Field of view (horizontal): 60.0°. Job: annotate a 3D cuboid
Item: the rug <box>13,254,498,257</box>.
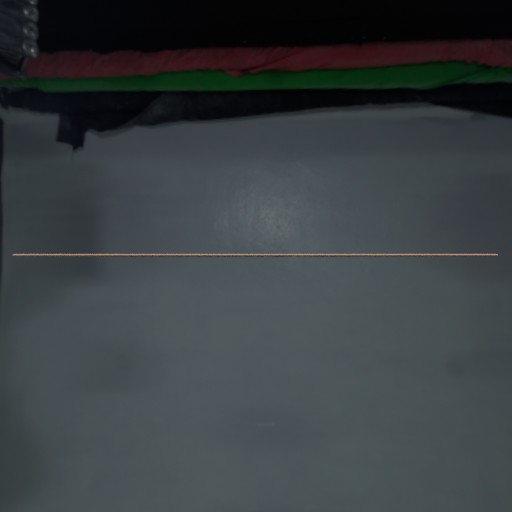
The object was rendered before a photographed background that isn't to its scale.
[{"bbox_3d":[0.000,0.000,2.275,1.829,0.008,1.219,0,0,1],"label":"rug"}]
